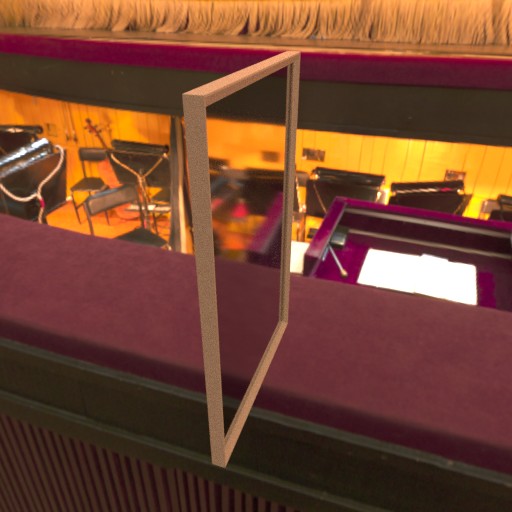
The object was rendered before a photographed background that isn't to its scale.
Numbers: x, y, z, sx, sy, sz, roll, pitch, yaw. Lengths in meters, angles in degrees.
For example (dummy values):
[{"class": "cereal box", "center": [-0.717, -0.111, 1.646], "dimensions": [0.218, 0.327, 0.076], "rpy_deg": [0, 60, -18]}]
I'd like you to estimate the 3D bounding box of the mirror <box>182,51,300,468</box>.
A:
[{"class": "mirror", "center": [0.000, 0.000, 1.156], "dimensions": [0.041, 0.915, 0.609], "rpy_deg": [10, 32, 16]}]
